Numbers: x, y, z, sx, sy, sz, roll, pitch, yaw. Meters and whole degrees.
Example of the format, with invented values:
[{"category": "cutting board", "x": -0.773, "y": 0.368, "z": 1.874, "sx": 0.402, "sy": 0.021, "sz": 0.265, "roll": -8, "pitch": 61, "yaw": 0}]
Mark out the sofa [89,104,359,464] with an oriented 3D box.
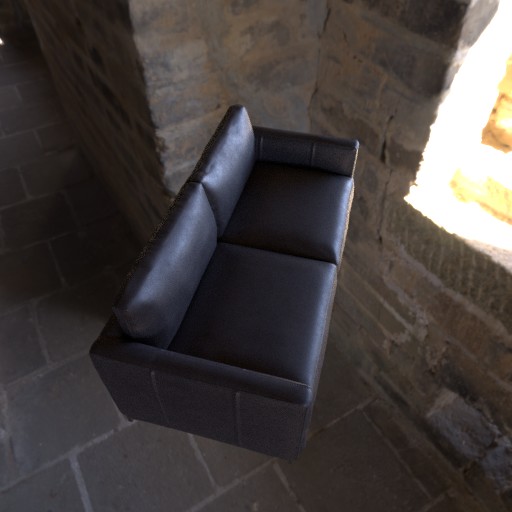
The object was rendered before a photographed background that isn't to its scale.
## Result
[{"category": "sofa", "x": 0.000, "y": 0.000, "z": 2.362, "sx": 0.947, "sy": 0.883, "sz": 1.805, "roll": 9, "pitch": 47, "yaw": 9}]
